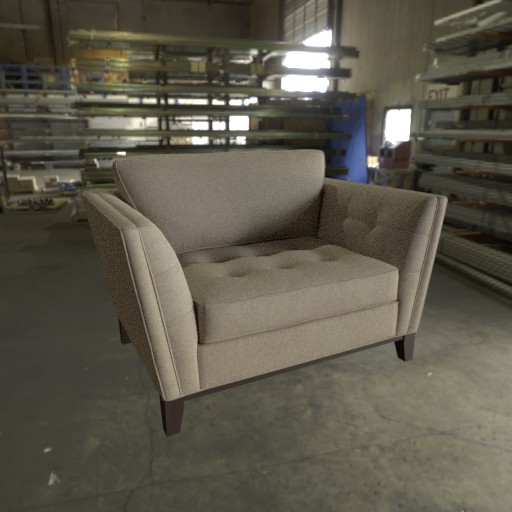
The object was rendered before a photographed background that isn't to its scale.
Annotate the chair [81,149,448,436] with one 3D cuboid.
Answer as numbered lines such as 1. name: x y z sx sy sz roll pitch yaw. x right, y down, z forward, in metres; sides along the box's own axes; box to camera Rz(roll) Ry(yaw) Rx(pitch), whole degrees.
1. chair: 0.000 0.000 2.101 1.397 0.940 0.965 -8 18 -26
